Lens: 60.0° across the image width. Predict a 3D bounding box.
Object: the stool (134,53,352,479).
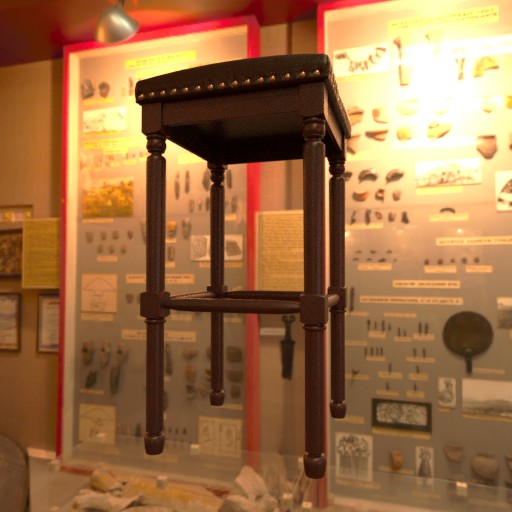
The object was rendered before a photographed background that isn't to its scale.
[{"bbox_3d":[0.000,0.000,0.975,0.383,0.768,0.382,0,-2,18],"label":"stool"}]
